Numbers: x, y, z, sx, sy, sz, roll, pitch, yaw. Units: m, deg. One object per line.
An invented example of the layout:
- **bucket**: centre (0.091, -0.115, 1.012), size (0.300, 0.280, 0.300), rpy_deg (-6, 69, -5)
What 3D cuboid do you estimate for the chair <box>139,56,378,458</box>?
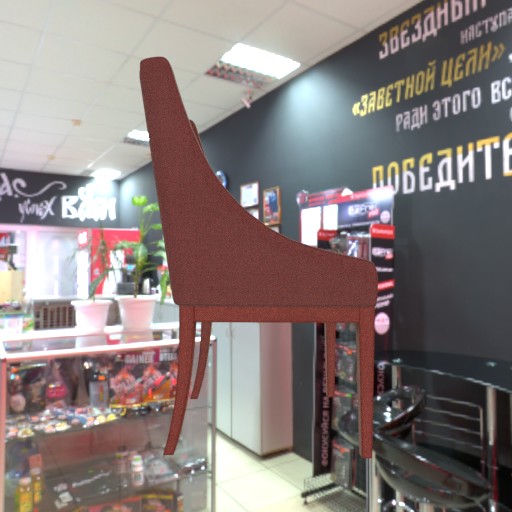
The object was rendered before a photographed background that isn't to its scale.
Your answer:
- **chair**: centre (0.000, 0.000, 1.387), size (0.611, 1.021, 0.575), rpy_deg (0, -1, 0)
